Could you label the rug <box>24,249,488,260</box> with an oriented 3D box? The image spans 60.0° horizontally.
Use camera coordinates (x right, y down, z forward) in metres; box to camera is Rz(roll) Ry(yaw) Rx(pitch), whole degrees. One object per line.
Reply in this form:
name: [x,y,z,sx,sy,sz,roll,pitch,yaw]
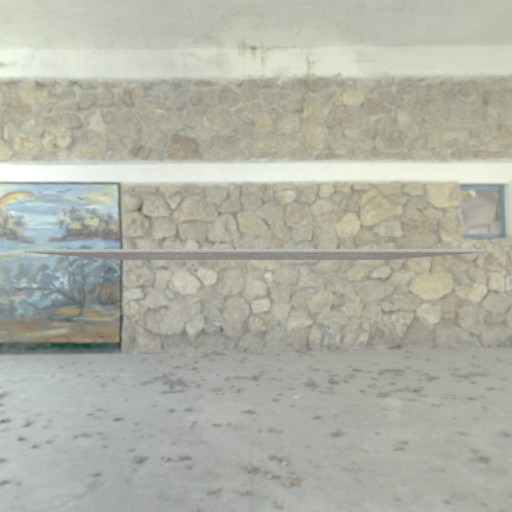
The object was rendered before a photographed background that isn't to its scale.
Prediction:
rug: [0.000,0.000,2.268,1.747,0.011,1.217,0,-2,0]
